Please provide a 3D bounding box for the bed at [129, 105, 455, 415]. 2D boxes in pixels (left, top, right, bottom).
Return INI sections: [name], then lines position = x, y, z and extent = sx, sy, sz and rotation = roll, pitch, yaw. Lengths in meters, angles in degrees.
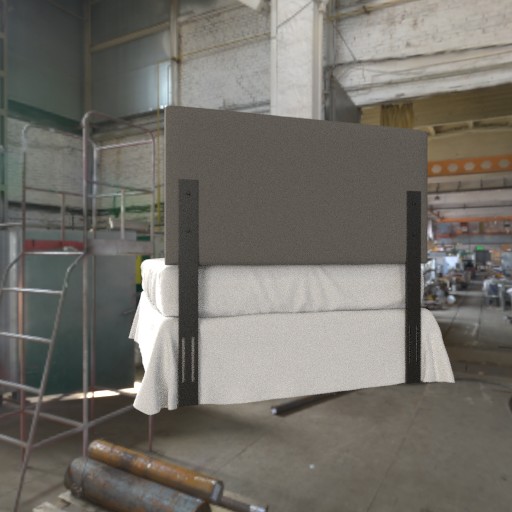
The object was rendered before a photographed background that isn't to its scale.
[bed]
position = 0.000, 0.000, 3.504
extent = 1.936, 1.577, 2.222
rotation = 0, 0, -17
